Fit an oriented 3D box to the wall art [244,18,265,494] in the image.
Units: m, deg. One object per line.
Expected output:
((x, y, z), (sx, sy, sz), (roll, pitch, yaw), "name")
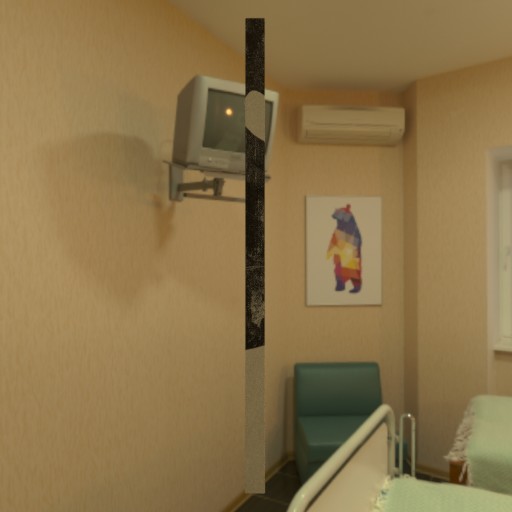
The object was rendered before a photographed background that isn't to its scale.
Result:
((0.000, 0.000, 1.157), (0.041, 0.915, 0.610), (0, 0, 1), "wall art")
